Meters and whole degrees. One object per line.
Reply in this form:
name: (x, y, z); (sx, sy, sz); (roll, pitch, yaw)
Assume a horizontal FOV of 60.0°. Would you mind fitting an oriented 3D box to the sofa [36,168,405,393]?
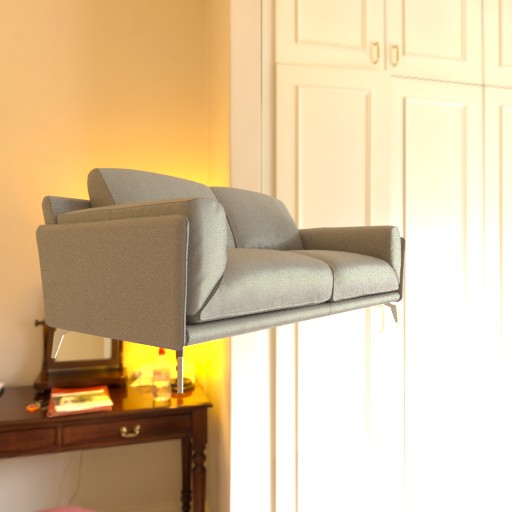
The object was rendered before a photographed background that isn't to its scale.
sofa: (0.000, 0.000, 2.580); (1.049, 0.930, 2.101); (0, 0, 38)
